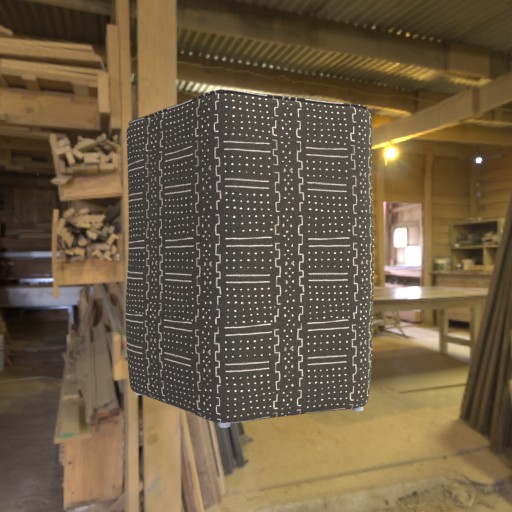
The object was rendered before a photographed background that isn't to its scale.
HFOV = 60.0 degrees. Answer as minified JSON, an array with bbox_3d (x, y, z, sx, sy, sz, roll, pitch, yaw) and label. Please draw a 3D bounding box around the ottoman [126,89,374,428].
[{"bbox_3d":[0.000,0.000,0.877,0.494,0.502,0.443,0,0,-18],"label":"ottoman"}]
